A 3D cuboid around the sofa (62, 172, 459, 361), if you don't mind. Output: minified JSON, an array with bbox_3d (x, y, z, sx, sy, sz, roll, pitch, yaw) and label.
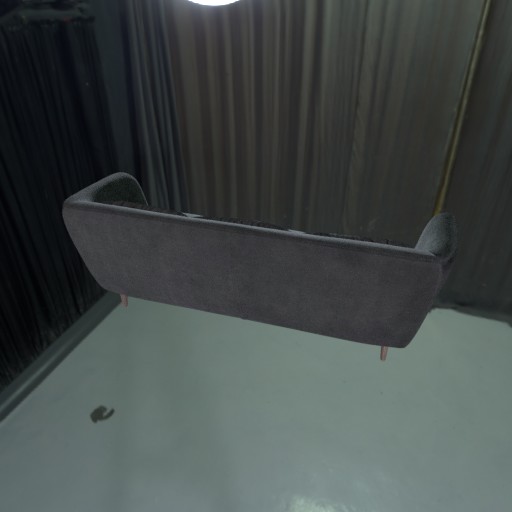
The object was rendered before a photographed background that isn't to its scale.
[{"bbox_3d":[0.000,0.000,2.822,2.296,0.875,0.956,9,33,14],"label":"sofa"}]
